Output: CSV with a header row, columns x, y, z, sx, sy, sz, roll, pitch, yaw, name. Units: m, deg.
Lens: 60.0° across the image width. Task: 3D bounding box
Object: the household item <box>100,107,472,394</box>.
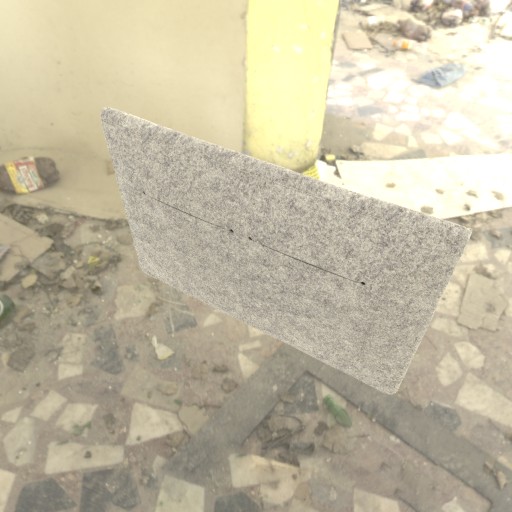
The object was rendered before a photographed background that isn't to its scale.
x,y,z,sx,sy,sz,roll,pitch,yaw,name
0.000,0.000,0.434,0.335,0.221,0.057,23,50,21,household item
